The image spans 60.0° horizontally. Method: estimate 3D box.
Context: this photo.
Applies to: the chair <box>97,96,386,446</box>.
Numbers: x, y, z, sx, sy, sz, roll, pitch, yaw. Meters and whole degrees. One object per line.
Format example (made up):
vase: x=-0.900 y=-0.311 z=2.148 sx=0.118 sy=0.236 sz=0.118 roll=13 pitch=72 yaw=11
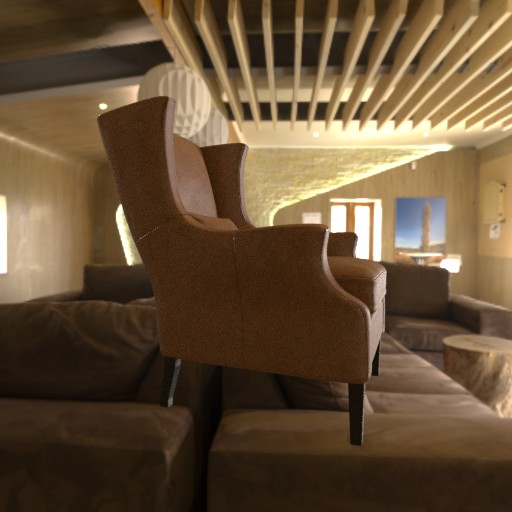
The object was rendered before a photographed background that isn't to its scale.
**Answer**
chair: x=0.000 y=0.000 z=1.676 sx=0.925 sy=1.016 sz=0.852 roll=0 pitch=1 yaw=19
